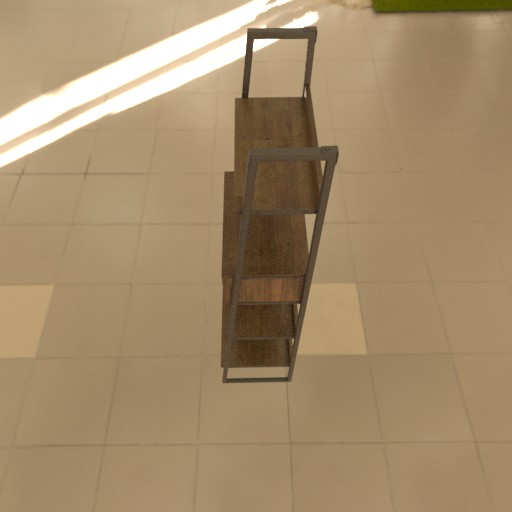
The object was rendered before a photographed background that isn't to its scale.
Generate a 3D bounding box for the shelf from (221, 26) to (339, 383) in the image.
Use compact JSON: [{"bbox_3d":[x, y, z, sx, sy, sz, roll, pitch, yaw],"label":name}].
[{"bbox_3d":[0.000,0.000,2.249,0.454,2.005,0.652,-1,56,-1],"label":"shelf"}]
